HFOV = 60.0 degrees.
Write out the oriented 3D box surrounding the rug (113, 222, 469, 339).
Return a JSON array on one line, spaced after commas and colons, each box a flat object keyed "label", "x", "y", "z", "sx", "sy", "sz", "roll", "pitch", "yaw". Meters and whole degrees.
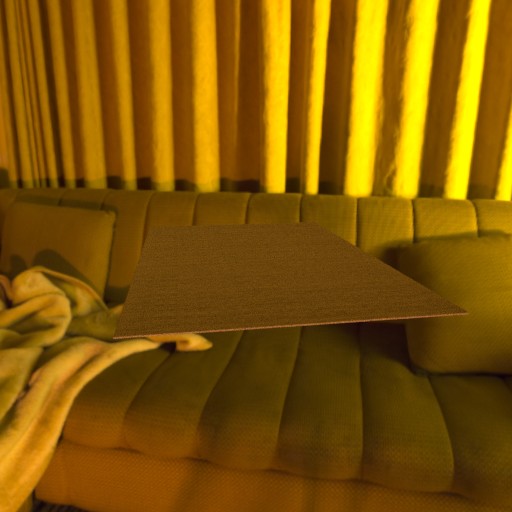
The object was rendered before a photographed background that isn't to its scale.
[{"label": "rug", "x": 0.000, "y": 0.000, "z": 2.219, "sx": 1.142, "sy": 0.006, "sz": 1.752, "roll": -2, "pitch": 15, "yaw": -9}]
